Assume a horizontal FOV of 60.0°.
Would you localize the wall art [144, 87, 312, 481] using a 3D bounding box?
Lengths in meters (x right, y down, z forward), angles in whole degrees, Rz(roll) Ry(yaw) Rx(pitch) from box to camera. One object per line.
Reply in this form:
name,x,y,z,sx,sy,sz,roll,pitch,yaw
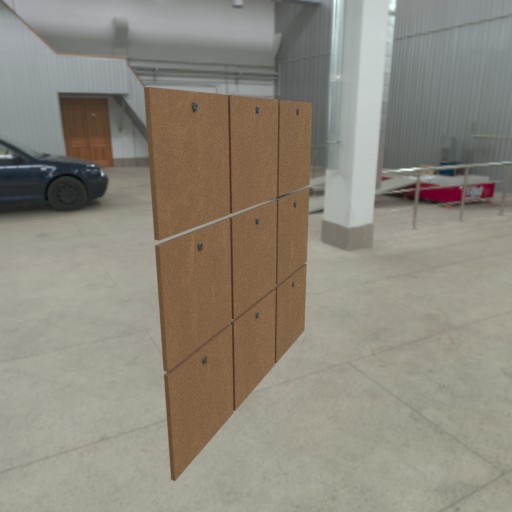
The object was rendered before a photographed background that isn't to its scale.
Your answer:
wall art,0.000,0.000,1.354,0.018,0.913,0.915,8,19,25
